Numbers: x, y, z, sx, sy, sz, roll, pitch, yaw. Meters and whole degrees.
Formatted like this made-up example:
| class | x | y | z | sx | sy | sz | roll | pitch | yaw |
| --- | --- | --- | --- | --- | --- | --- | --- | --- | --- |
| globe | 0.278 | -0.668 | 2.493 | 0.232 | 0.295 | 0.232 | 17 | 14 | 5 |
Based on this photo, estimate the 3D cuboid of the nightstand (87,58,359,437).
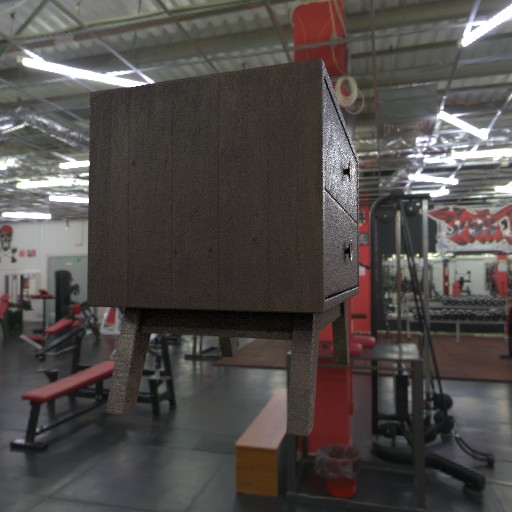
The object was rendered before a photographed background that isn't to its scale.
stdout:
| class | x | y | z | sx | sy | sz | roll | pitch | yaw |
| --- | --- | --- | --- | --- | --- | --- | --- | --- | --- |
| nightstand | 0.000 | 0.000 | 1.061 | 0.450 | 0.599 | 0.650 | -1 | -2 | 18 |
